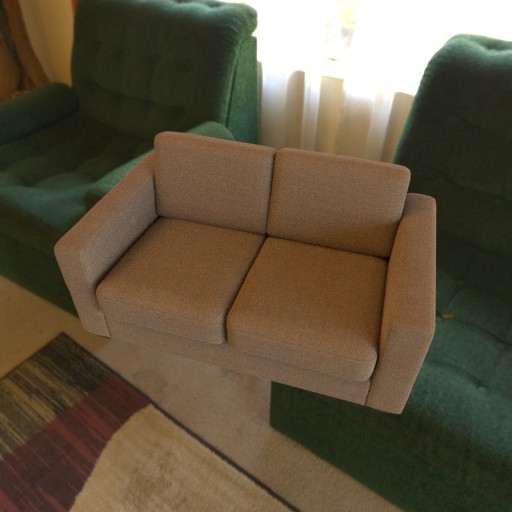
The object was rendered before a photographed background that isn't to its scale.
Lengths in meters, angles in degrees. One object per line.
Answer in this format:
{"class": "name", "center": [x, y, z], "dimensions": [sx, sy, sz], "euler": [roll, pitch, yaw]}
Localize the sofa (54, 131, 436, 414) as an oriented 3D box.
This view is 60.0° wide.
{"class": "sofa", "center": [0.000, 0.000, 2.049], "dimensions": [1.520, 0.800, 0.900], "euler": [11, 42, 13]}
